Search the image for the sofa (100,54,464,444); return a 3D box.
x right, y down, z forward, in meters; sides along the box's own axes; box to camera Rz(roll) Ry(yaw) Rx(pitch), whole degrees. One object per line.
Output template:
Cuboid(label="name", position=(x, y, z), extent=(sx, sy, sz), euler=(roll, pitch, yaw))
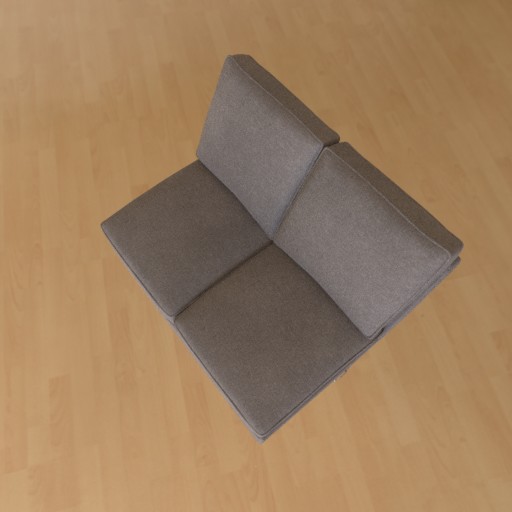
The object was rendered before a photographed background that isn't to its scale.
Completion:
Cuboid(label="sofa", position=(0.000, 0.000, 1.982), extent=(0.951, 1.008, 1.237), euler=(-36, 70, -16))
